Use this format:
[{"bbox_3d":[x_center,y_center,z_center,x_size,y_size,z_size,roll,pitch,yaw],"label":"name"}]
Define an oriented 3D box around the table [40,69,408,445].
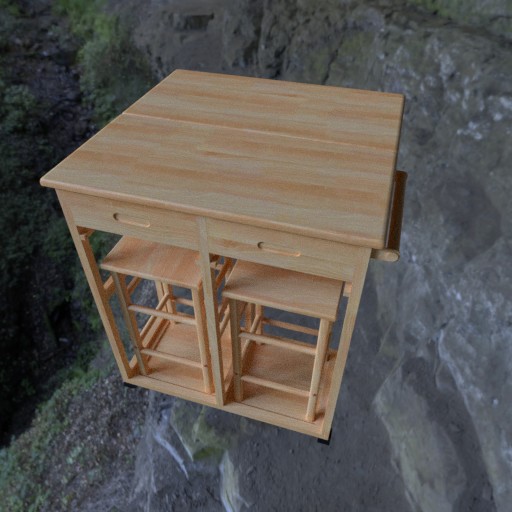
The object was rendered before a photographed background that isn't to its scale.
[{"bbox_3d":[0.000,0.000,1.376,0.752,0.832,0.693,12,43,13],"label":"table"}]
